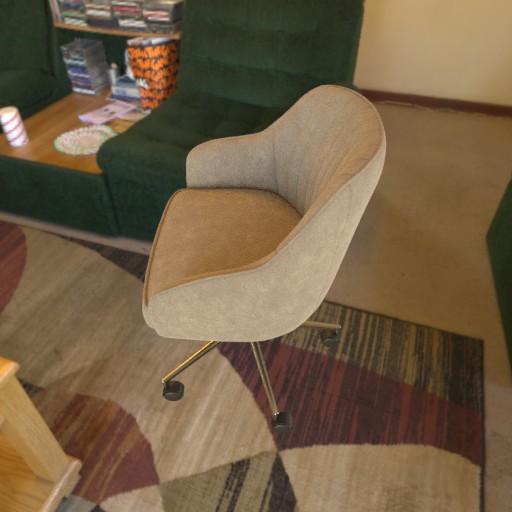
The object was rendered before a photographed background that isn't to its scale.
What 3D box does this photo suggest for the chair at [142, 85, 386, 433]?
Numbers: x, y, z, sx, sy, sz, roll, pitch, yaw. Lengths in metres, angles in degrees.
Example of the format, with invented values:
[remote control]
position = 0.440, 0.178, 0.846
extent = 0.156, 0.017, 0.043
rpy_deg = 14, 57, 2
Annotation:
[chair]
position = 0.000, 0.000, 1.255
extent = 0.573, 0.831, 0.635
rpy_deg = 1, 42, 1
